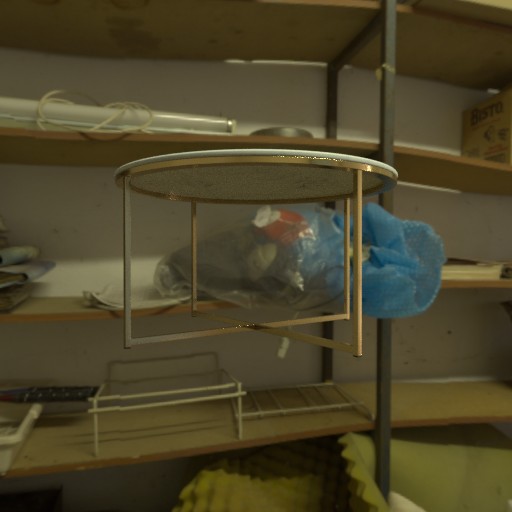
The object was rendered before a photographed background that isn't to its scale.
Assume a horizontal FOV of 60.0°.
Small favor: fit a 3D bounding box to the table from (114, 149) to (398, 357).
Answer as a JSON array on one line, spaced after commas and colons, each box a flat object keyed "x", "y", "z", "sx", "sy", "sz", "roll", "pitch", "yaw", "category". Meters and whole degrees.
[{"x": 0.000, "y": 0.000, "z": 1.314, "sx": 0.800, "sy": 0.450, "sz": 0.800, "roll": 0, "pitch": 0, "yaw": 0, "category": "table"}]
